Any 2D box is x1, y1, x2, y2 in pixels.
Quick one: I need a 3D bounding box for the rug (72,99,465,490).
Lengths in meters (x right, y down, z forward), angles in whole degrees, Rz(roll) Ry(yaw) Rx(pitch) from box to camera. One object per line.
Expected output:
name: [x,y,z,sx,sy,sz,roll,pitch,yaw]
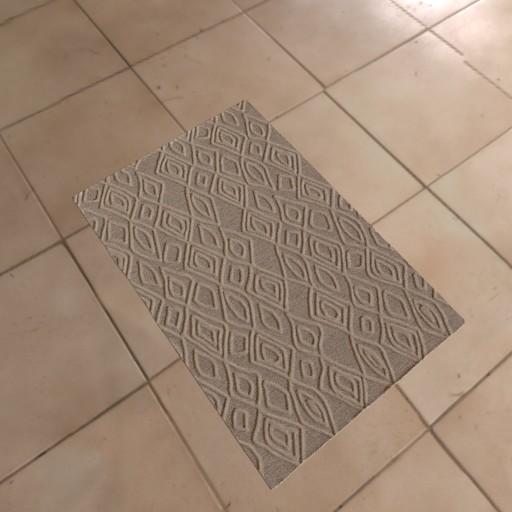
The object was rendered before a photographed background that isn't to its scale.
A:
rug: [0.000,0.000,2.338,1.224,0.016,1.832,-34,69,-15]
